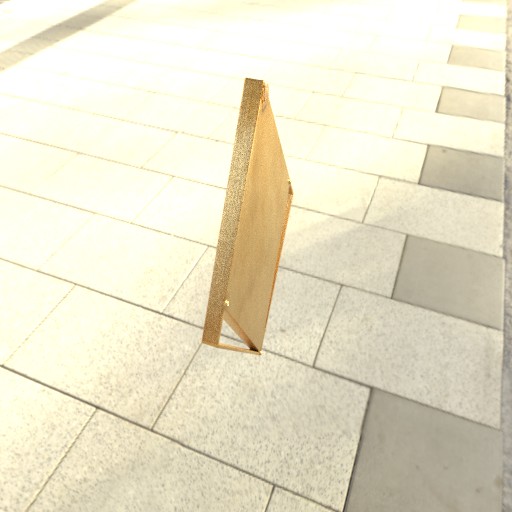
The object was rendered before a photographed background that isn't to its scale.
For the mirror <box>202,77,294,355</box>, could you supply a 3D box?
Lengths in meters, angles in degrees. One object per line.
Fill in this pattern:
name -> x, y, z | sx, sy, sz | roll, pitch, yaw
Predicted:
mirror -> 0.000, 0.000, 0.838 | 0.032, 0.679, 0.419 | 15, 47, 14
